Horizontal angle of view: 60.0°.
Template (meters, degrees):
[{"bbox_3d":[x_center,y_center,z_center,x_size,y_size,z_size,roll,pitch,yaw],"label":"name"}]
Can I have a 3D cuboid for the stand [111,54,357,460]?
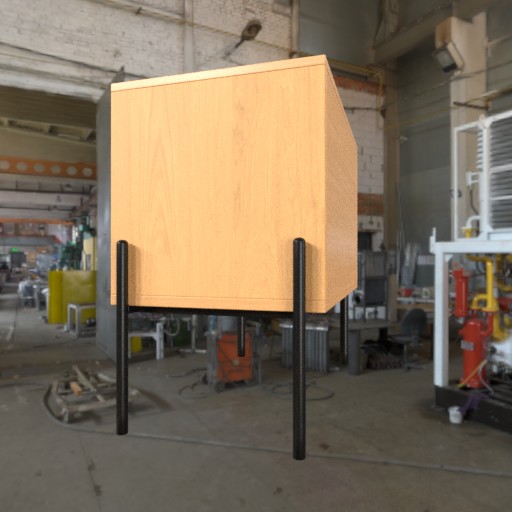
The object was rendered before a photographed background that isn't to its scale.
[{"bbox_3d":[0.000,0.000,0.999,0.400,0.600,0.630,0,0,17],"label":"stand"}]
